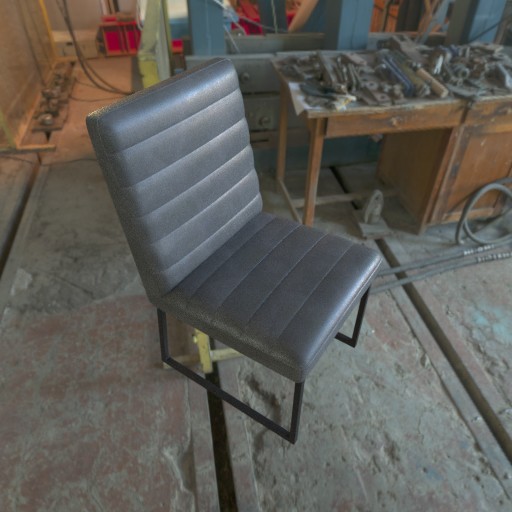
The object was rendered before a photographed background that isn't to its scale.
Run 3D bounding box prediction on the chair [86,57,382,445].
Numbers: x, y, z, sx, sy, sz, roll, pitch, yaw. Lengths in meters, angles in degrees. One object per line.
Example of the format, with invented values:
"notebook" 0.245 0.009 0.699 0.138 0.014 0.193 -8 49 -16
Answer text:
"chair" 0.000 0.000 1.332 0.634 0.930 0.520 24 47 25
